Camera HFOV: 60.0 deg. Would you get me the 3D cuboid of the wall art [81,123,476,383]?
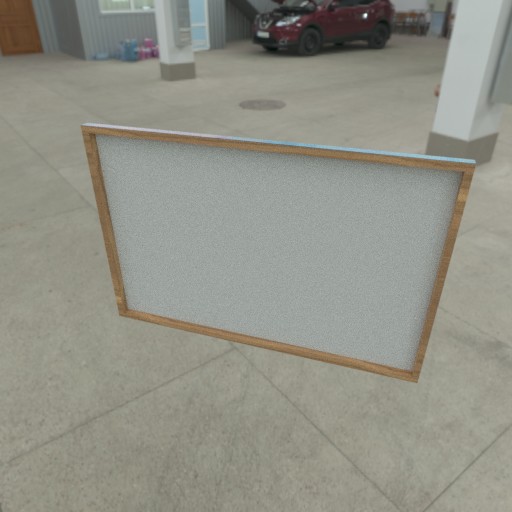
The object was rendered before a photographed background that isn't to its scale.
[{"bbox_3d":[0.000,0.000,0.764,0.604,0.402,0.018,10,33,15],"label":"wall art"}]
